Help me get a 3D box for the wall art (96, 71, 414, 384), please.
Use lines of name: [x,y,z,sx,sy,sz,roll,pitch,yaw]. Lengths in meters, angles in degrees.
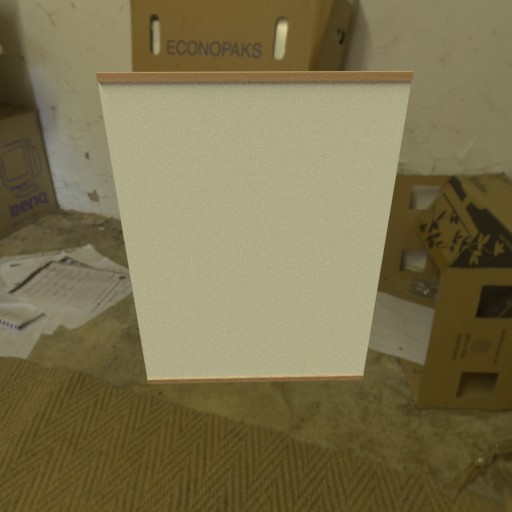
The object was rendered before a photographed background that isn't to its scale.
wall art: [0.000,0.000,1.315,0.758,1.016,0.013,-1,30,-1]
